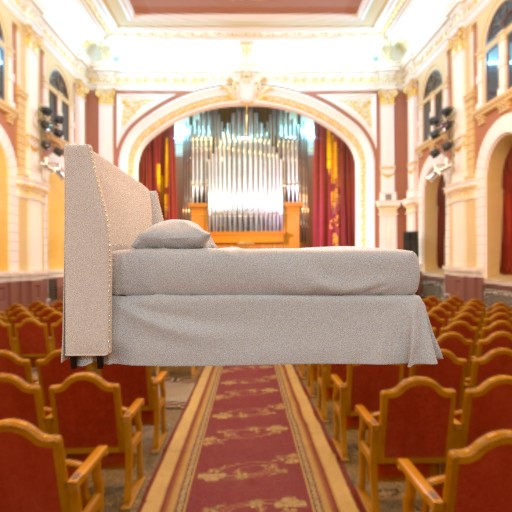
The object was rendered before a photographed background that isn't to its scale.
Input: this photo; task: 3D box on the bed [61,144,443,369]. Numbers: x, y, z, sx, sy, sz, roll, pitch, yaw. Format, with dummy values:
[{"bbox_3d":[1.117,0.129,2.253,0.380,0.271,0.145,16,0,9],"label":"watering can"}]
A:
[{"bbox_3d":[0.000,0.000,3.511,2.276,1.332,1.925,0,0,-1],"label":"bed"}]
